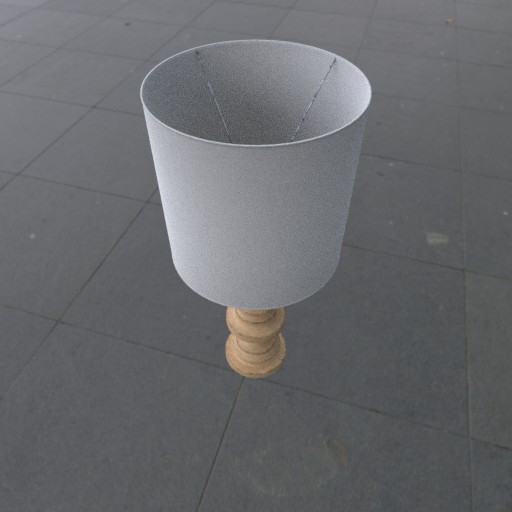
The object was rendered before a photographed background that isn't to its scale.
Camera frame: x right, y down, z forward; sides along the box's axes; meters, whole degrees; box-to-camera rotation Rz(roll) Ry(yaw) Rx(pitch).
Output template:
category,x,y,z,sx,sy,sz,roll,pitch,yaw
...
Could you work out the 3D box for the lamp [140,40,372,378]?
category,x,y,z,sx,sy,sz,roll,pitch,yaw
lamp,0.000,0.000,0.569,0.208,0.455,0.208,24,51,21
